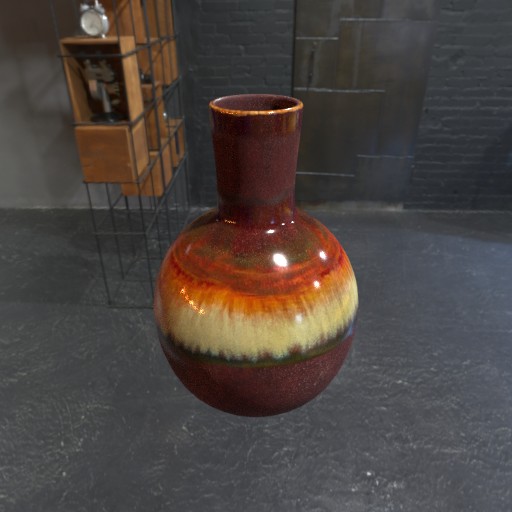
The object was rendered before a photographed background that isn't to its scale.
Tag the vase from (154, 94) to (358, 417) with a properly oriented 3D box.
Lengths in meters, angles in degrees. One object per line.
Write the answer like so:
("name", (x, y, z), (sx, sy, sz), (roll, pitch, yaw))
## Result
("vase", (0.000, 0.000, 0.231), (0.111, 0.154, 0.111), (0, 30, 0))
